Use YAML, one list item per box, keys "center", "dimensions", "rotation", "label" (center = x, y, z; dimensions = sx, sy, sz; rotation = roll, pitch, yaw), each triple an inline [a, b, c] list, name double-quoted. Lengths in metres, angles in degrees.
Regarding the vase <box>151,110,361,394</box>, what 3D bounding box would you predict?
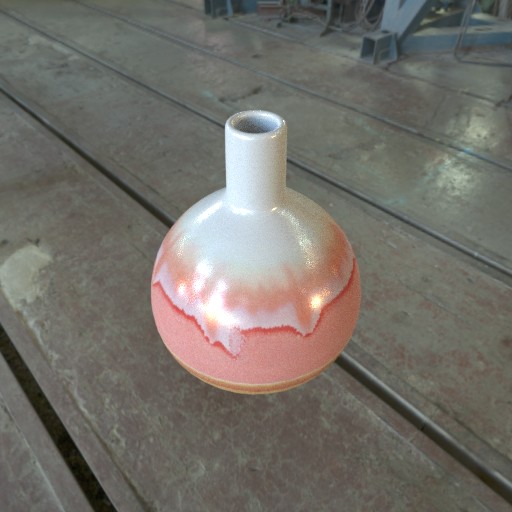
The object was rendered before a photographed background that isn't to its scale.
- center: [0.000, 0.000, 0.276]
  dimensions: [0.137, 0.176, 0.137]
  rotation: [0, 42, 0]
  label: "vase"
